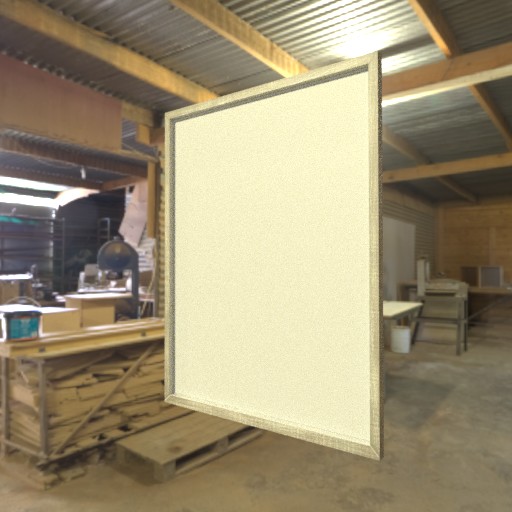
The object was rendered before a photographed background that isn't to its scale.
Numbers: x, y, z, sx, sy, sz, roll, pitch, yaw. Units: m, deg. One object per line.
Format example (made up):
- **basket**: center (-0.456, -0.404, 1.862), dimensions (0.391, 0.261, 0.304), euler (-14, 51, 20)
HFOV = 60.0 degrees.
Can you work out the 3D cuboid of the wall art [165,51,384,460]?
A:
- **wall art**: center (0.000, 0.000, 1.347), dimensions (0.781, 1.022, 0.035), euler (-1, -1, 36)
